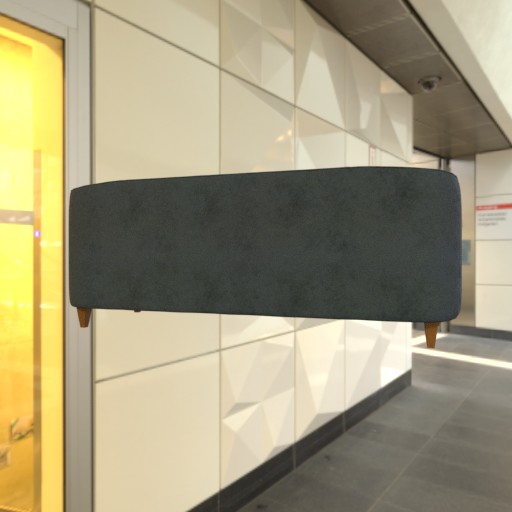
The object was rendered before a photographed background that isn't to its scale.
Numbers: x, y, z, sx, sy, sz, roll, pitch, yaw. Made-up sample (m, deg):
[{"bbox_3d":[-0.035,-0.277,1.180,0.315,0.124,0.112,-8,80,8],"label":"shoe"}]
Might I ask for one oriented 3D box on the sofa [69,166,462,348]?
[{"bbox_3d":[0.000,0.000,2.707,2.278,0.855,0.941,0,0,17],"label":"sofa"}]
